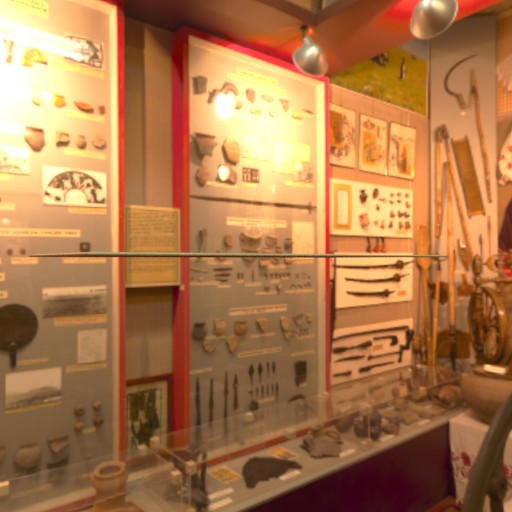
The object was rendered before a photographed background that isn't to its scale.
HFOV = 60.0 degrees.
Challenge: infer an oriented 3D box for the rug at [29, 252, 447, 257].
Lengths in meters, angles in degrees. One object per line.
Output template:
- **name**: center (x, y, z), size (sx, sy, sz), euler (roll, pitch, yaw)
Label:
- **rug**: center (0.000, 0.000, 1.425), size (1.219, 0.007, 0.604), euler (0, 0, -36)
